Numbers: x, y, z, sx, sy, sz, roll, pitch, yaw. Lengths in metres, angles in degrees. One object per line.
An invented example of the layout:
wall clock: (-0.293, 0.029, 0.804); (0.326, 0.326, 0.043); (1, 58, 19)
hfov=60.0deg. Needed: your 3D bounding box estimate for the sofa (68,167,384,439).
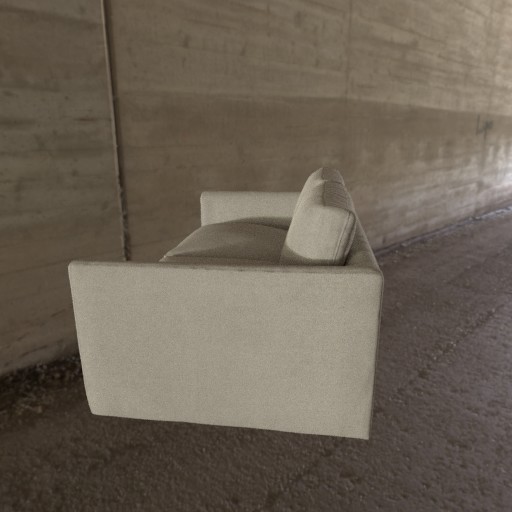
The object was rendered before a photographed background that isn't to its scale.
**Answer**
sofa: (0.000, 0.000, 2.431); (1.091, 0.839, 1.905); (2, 16, 8)
